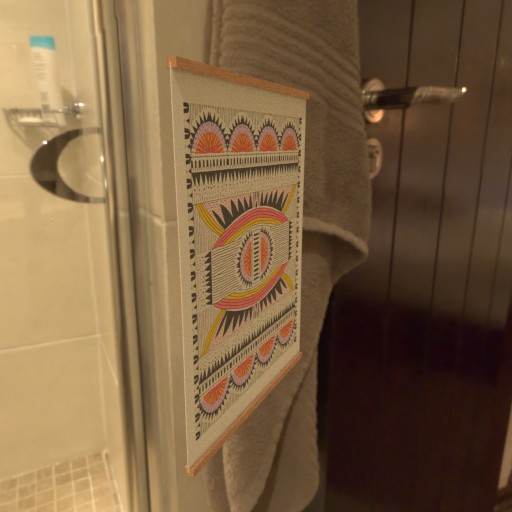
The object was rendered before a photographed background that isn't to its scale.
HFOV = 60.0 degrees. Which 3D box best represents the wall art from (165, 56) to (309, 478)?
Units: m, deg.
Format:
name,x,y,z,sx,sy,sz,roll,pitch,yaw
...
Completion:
name,x,y,z,sx,sy,sz,roll,pitch,yaw
wall art,0.000,0.000,1.361,0.028,1.016,0.765,7,16,27
